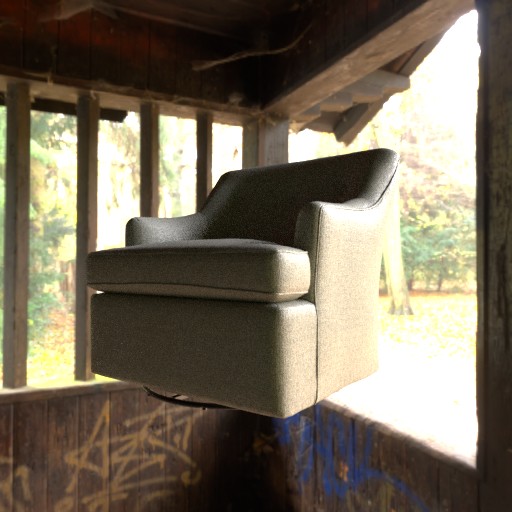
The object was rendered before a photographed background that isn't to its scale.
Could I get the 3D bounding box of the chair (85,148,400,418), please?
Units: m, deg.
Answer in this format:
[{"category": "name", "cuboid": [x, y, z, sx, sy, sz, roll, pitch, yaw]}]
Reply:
[{"category": "chair", "cuboid": [0.000, 0.000, 1.616, 0.864, 0.856, 0.923, -1, -1, 35]}]
